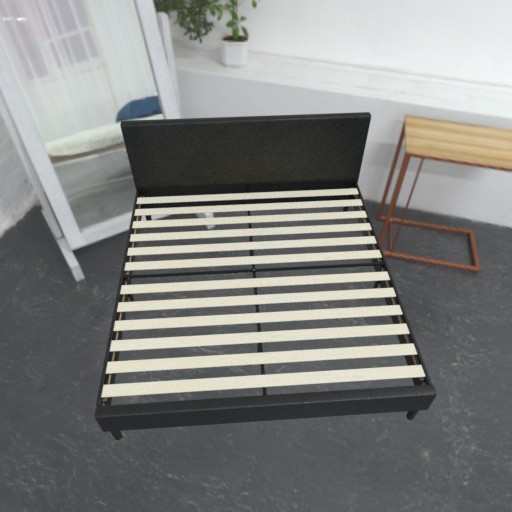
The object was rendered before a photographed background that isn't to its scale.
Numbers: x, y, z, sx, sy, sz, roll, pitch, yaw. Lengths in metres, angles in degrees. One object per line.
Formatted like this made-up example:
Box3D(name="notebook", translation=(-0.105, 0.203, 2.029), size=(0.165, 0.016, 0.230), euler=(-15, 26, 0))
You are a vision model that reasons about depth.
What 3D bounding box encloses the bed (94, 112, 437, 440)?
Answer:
Box3D(name="bed", translation=(0.000, 0.000, 3.223), size=(2.018, 1.046, 2.152), euler=(-3, 46, -3))
